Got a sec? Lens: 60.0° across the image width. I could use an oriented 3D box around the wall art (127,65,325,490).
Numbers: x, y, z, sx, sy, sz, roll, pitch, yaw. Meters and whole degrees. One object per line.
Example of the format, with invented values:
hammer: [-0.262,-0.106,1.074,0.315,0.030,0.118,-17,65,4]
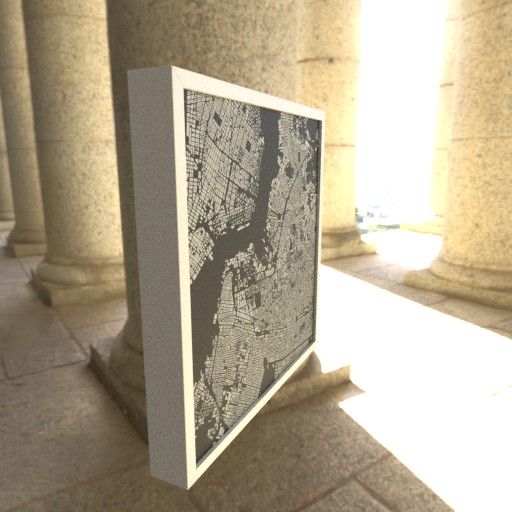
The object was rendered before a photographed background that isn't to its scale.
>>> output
wall art: [0.000,0.000,0.448,0.037,0.305,0.305,6,14,26]
